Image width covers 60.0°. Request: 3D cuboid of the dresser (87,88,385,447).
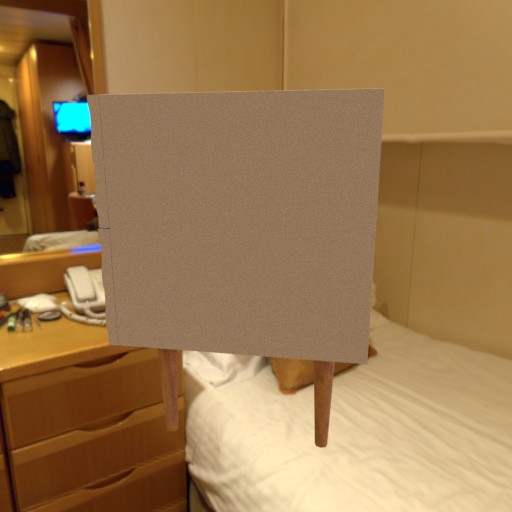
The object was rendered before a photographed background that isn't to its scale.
[{"bbox_3d":[0.000,0.000,0.897,0.414,0.568,0.503,2,14,9],"label":"dresser"}]
